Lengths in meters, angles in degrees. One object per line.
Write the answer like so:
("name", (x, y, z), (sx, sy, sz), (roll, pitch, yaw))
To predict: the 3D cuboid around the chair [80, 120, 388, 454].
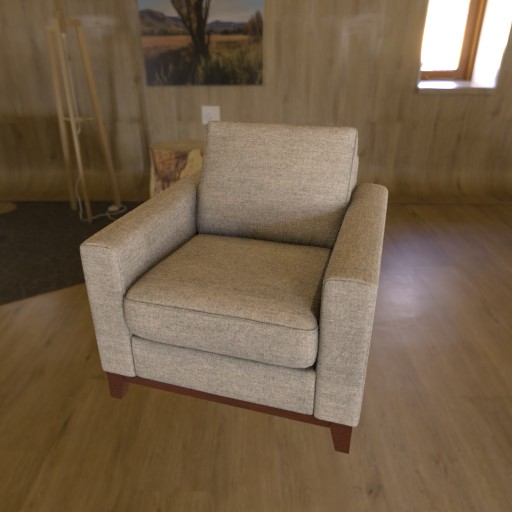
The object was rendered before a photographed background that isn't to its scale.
("chair", (0.000, 0.000, 1.906), (1.024, 1.010, 1.038), (8, 27, 15))
